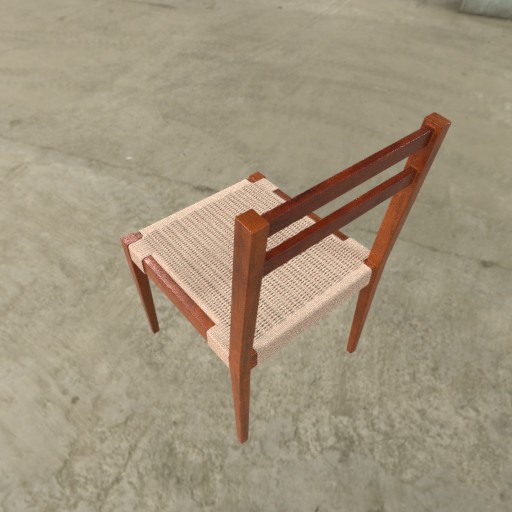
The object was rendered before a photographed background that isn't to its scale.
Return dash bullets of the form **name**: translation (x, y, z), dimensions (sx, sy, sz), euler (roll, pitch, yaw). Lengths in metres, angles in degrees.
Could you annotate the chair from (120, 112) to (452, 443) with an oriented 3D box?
- **chair**: translation (0.000, 0.000, 1.177), dimensions (0.495, 0.851, 0.569), euler (-31, 53, -27)
